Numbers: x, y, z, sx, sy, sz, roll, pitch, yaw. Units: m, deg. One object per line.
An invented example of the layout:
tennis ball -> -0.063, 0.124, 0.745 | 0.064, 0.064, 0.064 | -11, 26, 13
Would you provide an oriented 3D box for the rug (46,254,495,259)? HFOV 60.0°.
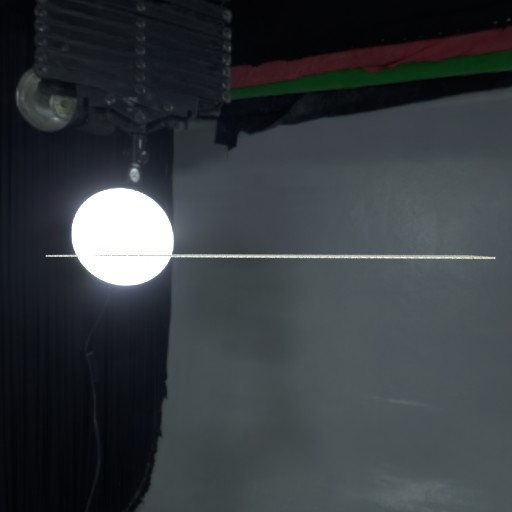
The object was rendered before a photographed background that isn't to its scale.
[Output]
rug -> 0.000, 0.000, 2.478 | 2.277, 0.008, 0.676 | 0, 1, 17
